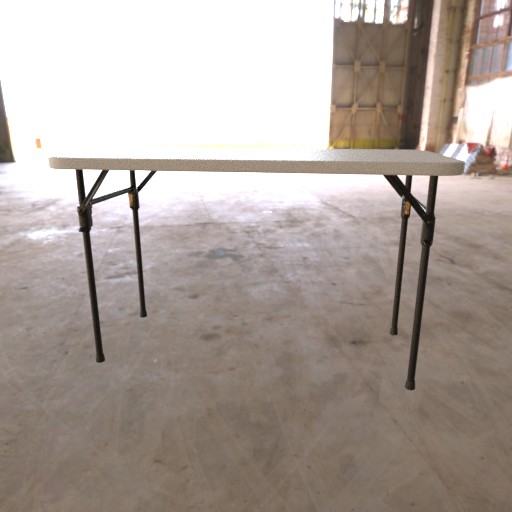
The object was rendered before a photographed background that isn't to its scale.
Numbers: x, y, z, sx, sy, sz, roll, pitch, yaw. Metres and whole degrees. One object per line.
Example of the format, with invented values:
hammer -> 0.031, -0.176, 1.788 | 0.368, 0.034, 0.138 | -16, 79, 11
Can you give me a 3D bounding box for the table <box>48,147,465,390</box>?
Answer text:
table -> 0.000, 0.000, 1.609 | 1.219, 0.729, 0.610 | 3, 17, 9
